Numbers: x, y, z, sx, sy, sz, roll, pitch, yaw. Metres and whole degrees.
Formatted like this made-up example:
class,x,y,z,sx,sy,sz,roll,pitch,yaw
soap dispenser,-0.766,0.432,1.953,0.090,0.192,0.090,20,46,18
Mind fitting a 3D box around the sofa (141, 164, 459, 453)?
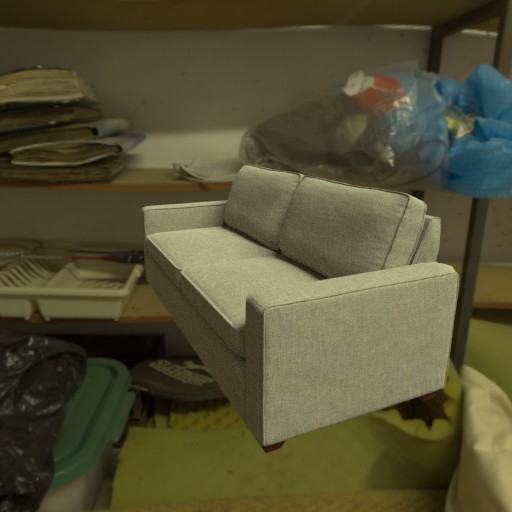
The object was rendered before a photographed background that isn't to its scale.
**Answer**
class,x,y,z,sx,sy,sz,roll,pitch,yaw
sofa,0.000,0.000,2.577,0.945,0.918,2.078,-8,18,-24
